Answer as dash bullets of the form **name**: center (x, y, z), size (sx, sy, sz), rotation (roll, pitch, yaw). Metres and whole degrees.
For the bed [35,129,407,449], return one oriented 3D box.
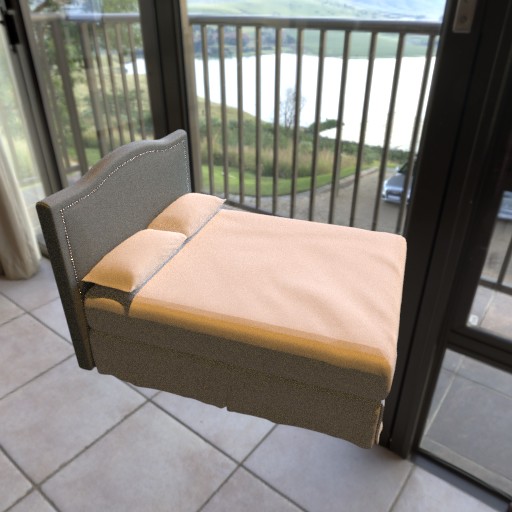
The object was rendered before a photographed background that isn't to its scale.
- **bed**: center (0.000, 0.000, 3.288), size (2.143, 1.460, 1.753), rotation (10, 32, 16)
